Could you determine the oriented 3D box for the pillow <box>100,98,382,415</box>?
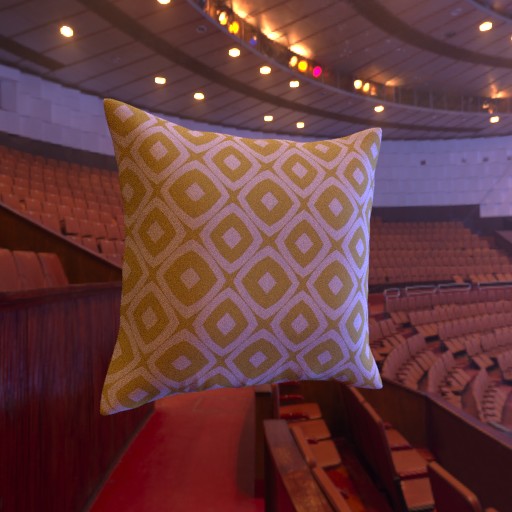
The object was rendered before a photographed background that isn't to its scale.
[{"bbox_3d":[0.000,0.000,0.766,0.504,0.494,0.188,1,-2,-18],"label":"pillow"}]
